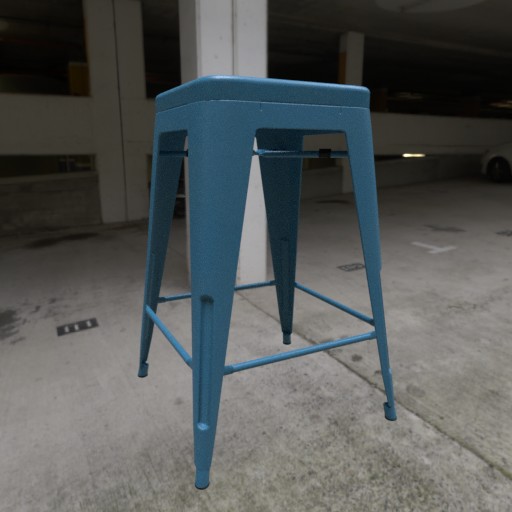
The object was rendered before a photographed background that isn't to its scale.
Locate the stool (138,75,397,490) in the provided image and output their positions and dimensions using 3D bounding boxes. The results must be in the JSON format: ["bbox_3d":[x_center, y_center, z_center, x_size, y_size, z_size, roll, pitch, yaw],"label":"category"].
[{"bbox_3d":[0.000,0.000,0.870,0.410,0.608,0.410,-7,15,-26],"label":"stool"}]
